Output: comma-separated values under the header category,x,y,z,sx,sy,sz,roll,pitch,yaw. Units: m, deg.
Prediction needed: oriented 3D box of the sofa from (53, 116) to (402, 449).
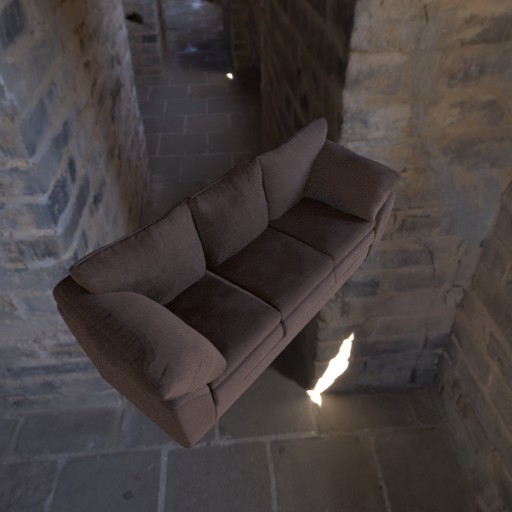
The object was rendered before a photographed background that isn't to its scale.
category,x,y,z,sx,sy,sz,roll,pitch,yaw
sofa,0.000,0.000,2.832,0.878,1.015,2.336,27,48,28
